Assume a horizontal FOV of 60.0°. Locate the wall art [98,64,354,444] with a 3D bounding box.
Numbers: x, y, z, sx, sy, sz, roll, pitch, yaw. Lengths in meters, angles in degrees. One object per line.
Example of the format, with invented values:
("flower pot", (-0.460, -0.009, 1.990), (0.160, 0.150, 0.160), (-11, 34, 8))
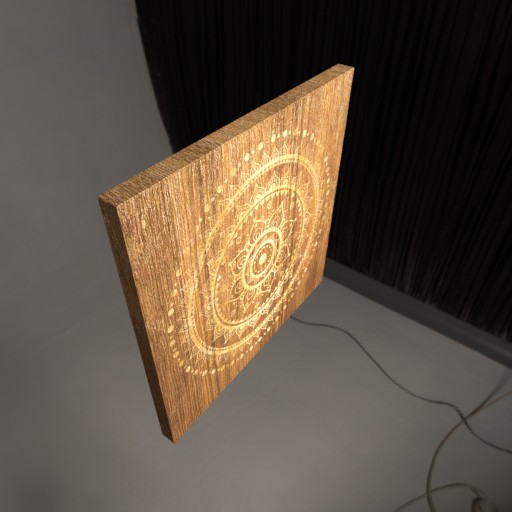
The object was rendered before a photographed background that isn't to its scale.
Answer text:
("wall art", (0.000, 0.000, 0.916), (0.042, 0.608, 0.611), (26, 48, 26))
